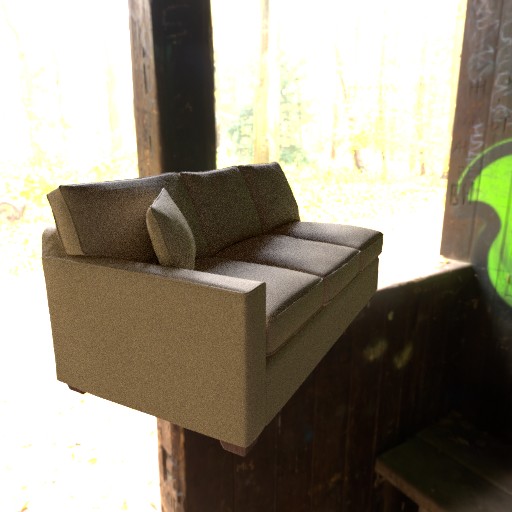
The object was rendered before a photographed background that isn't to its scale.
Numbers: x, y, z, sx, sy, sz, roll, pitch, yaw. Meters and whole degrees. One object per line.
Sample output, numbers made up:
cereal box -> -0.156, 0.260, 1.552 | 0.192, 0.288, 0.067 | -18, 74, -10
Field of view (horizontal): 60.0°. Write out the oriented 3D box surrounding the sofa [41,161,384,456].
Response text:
sofa -> 0.000, 0.000, 2.491 | 1.034, 0.946, 1.962 | 8, 17, 27
